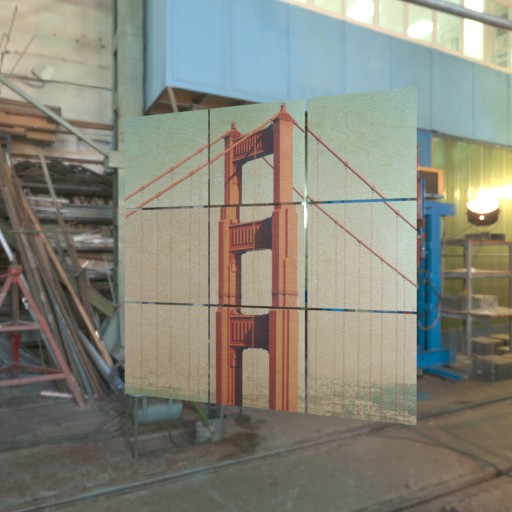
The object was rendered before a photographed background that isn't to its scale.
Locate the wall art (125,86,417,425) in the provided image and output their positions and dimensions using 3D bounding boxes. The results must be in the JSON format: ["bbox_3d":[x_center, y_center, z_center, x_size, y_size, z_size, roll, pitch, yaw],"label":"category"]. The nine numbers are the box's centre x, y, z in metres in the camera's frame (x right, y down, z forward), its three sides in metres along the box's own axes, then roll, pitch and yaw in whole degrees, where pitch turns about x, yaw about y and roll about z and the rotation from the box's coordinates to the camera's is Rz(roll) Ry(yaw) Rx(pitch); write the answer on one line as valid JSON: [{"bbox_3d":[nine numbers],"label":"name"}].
[{"bbox_3d":[0.000,0.000,2.227,1.517,1.523,0.013,0,0,18],"label":"wall art"}]
